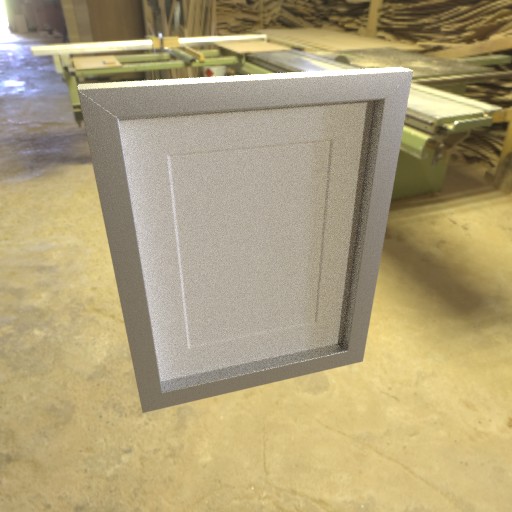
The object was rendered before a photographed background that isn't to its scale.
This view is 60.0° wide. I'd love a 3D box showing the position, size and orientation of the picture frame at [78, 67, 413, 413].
[{"bbox_3d":[0.000,0.000,0.506,0.307,0.386,0.036,-9,33,-14],"label":"picture frame"}]
